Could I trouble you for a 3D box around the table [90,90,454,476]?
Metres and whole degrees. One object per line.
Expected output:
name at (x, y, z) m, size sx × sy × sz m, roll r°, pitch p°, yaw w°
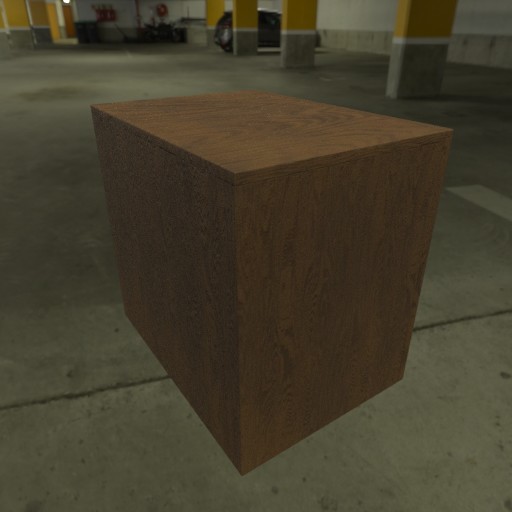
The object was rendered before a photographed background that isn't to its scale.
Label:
table at (0.000, 0.000, 0.945) m, size 0.439 × 0.585 × 0.560 m, roll -18°, pitch 33°, yaw -30°
